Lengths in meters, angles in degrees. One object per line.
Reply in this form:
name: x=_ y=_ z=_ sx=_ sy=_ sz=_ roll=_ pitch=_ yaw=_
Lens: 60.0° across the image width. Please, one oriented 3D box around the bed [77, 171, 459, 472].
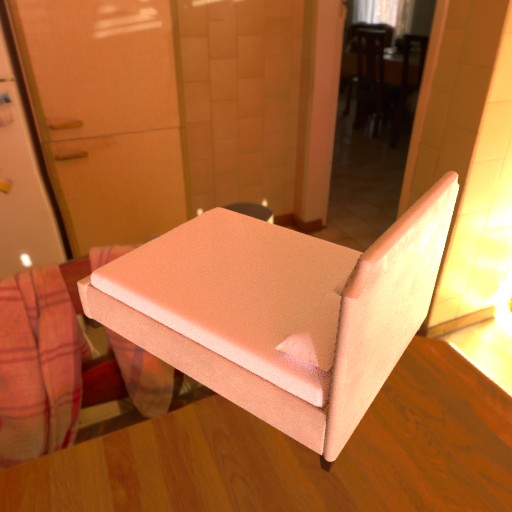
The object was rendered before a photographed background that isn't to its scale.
bed: x=0.000 y=0.000 z=3.416 sx=2.372 sy=1.443 sz=1.712 roll=20 pitch=36 yaw=30
